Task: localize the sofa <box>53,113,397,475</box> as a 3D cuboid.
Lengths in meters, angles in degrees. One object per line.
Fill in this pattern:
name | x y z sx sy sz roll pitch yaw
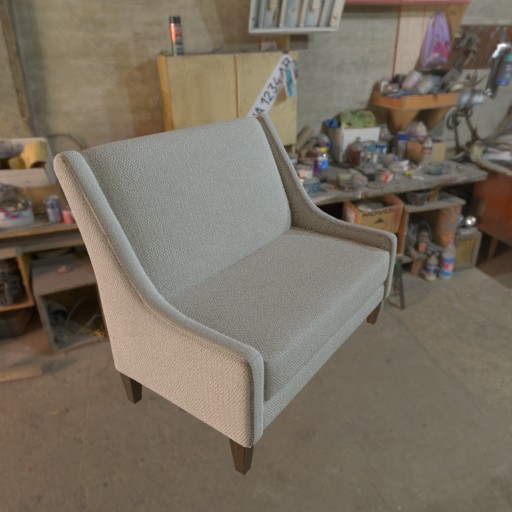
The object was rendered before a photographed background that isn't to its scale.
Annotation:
sofa | 0.000 0.000 1.938 0.870 1.022 1.242 17 31 32
